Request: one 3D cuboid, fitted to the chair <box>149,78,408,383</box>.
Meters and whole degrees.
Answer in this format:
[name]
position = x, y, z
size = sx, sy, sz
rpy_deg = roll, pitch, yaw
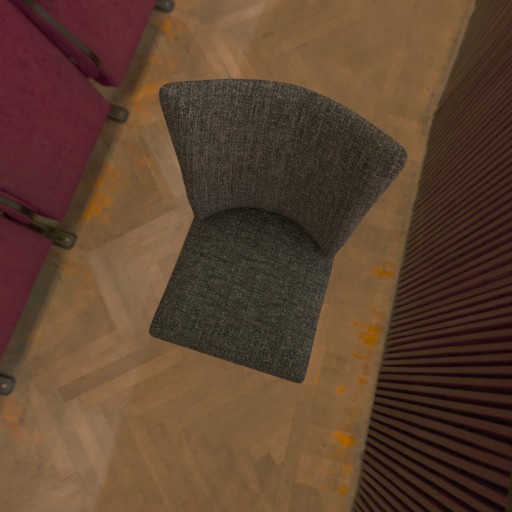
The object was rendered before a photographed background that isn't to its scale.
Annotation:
[chair]
position = 0.000, 0.000, 1.308
size = 0.535, 0.924, 0.623
rpy_deg = 17, 76, 4
